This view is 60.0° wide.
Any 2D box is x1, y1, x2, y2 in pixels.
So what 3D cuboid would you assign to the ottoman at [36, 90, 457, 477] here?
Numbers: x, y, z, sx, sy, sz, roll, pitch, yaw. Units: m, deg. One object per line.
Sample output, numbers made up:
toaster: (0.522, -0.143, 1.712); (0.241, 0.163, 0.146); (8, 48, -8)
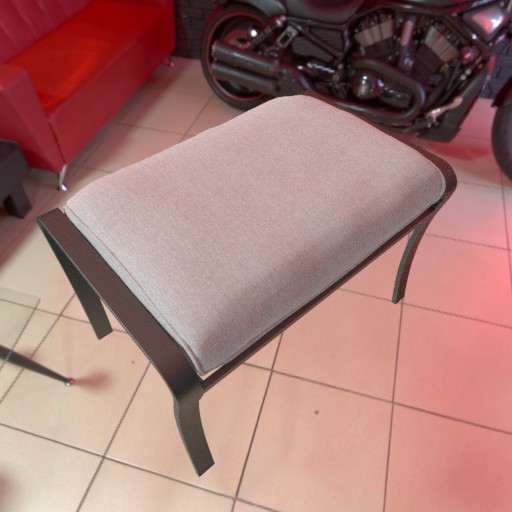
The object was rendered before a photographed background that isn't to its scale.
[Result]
ottoman: (0.000, 0.000, 0.869); (0.610, 0.422, 0.406); (-33, 56, -26)
